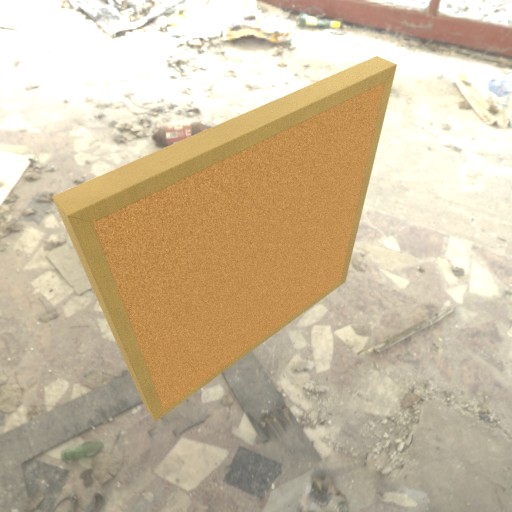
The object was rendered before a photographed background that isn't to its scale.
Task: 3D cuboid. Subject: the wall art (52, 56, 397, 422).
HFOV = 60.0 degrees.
[{"bbox_3d":[0.000,0.000,0.736,0.508,0.508,0.038,-32,55,-26],"label":"wall art"}]
